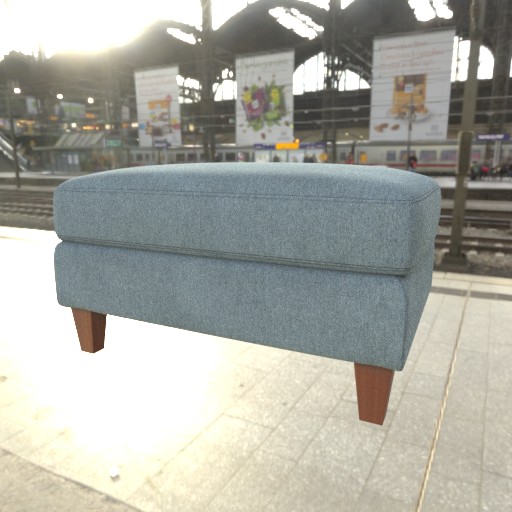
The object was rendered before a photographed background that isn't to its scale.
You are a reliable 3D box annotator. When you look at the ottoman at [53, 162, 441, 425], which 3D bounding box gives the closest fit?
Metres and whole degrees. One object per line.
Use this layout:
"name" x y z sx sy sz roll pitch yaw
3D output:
"ottoman" 0.000 0.000 1.168 0.864 0.483 0.584 6 13 25
